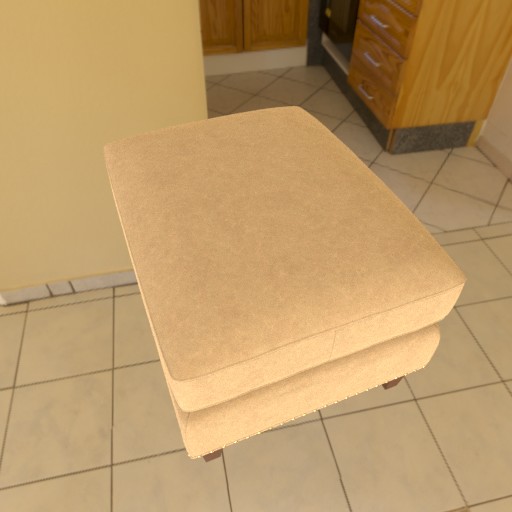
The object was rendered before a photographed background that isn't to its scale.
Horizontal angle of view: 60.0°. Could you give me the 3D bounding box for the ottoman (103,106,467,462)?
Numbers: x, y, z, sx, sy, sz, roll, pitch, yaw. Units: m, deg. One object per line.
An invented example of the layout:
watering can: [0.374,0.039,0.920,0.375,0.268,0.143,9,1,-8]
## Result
ottoman: [0.000,0.000,1.109,0.584,0.513,0.741,-16,48,-15]
